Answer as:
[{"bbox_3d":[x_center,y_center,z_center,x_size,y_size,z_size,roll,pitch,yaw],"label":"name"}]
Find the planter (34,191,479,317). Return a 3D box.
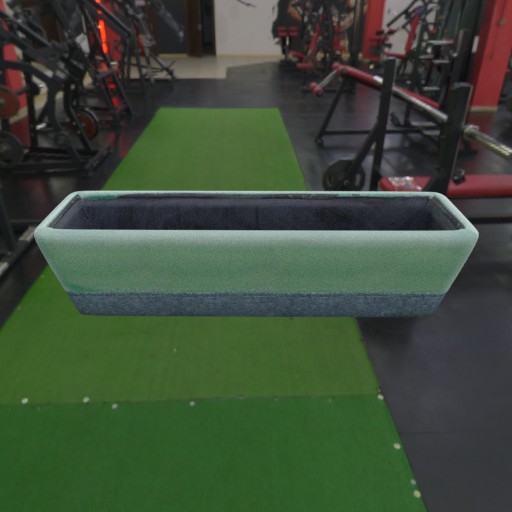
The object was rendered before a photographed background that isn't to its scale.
[{"bbox_3d":[0.000,0.000,0.315,0.275,0.072,0.072,0,30,0],"label":"planter"}]
